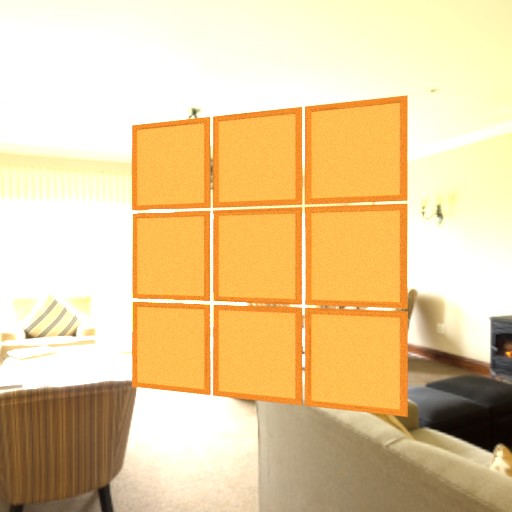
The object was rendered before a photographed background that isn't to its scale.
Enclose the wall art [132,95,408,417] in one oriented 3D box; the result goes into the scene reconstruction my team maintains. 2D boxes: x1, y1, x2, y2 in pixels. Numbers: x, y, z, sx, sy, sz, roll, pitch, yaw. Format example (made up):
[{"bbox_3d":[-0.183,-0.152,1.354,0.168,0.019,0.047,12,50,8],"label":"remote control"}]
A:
[{"bbox_3d":[0.000,0.000,2.343,1.517,1.523,0.013,0,0,18],"label":"wall art"}]
